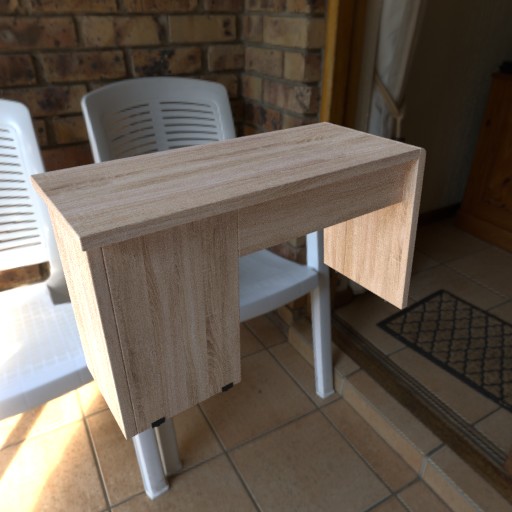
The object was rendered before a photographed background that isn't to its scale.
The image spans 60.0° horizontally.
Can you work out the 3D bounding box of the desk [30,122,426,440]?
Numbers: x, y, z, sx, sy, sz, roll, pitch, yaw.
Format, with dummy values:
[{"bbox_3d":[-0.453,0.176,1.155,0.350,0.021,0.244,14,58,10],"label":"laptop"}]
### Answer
[{"bbox_3d":[0.000,0.000,1.655,1.300,0.750,0.500,-19,35,-30],"label":"desk"}]
